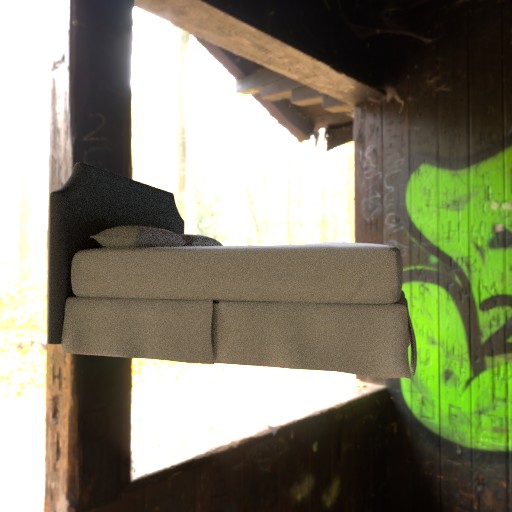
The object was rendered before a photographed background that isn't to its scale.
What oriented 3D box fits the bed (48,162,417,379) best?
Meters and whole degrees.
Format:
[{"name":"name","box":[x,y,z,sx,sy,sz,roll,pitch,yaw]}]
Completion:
[{"name":"bed","box":[0.000,0.000,3.375,2.259,1.296,1.811,0,-2,17]}]
